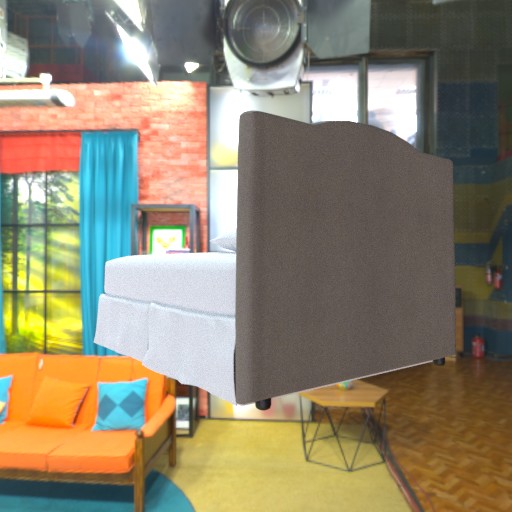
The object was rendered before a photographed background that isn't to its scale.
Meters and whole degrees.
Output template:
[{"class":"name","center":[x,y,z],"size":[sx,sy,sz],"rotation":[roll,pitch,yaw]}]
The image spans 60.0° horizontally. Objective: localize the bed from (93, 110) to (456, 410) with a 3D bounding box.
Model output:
[{"class":"bed","center":[0.000,0.000,3.275],"size":[1.744,1.441,2.128],"rotation":[1,-1,-37]}]
